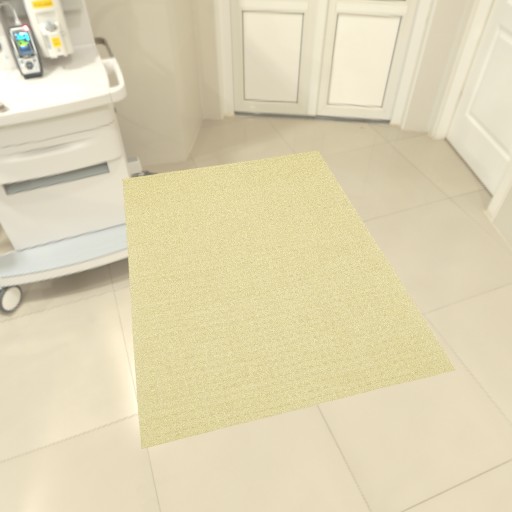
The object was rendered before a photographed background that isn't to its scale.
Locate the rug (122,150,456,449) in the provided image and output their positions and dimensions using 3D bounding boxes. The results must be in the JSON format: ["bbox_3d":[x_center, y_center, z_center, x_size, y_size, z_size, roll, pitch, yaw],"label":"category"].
[{"bbox_3d":[0.000,0.000,4.349,2.452,0.016,3.204,-10,47,-10],"label":"rug"}]
